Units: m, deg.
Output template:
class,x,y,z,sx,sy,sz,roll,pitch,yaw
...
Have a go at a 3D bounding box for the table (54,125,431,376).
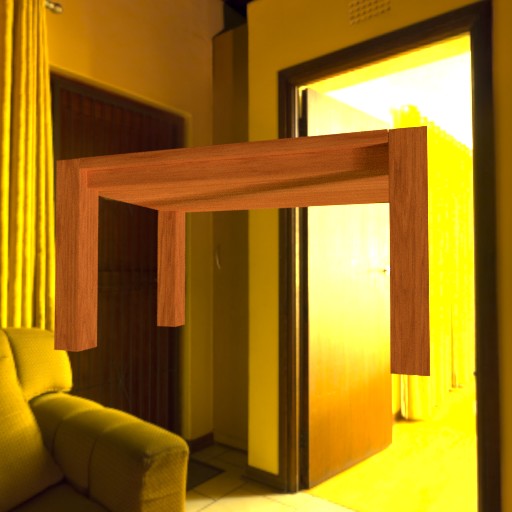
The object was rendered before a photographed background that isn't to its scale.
class,x,y,z,sx,sy,sz,roll,pitch,yaw
table,0.000,0.000,1.981,1.400,0.760,0.900,-1,-2,18
